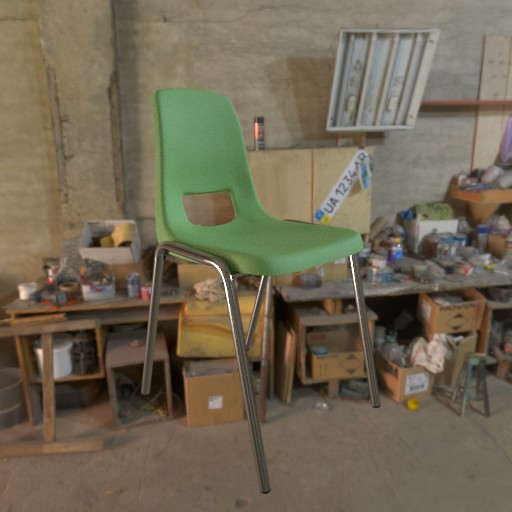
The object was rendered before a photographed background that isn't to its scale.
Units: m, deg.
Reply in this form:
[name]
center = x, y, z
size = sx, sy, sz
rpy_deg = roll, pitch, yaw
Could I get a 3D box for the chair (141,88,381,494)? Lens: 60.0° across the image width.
[chair]
center = 0.000, 0.000, 0.947
size = 0.381, 0.704, 0.436
rpy_deg = -14, 20, -43
